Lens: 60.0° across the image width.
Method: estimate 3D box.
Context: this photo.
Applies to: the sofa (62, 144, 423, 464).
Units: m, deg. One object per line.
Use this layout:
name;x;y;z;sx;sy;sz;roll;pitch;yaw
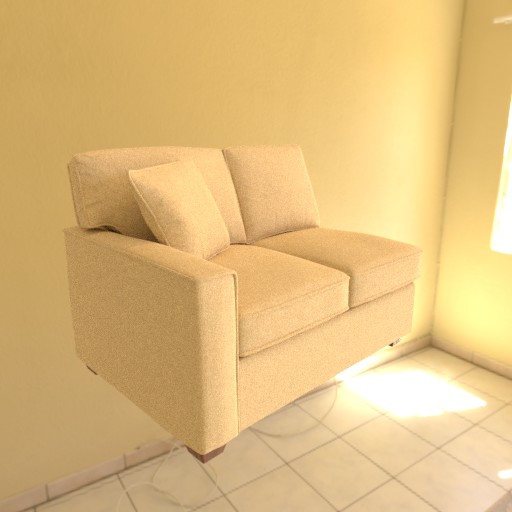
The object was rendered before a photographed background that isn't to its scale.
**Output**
sofa;0.000;0.000;2.042;1.388;0.989;0.991;-14;20;-42
